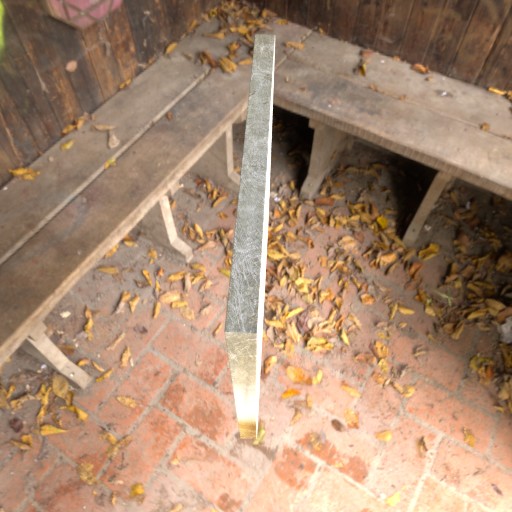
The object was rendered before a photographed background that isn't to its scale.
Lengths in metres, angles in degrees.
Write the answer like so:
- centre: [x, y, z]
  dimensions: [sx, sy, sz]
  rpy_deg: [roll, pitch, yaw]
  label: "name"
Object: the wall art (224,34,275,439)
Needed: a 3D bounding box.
- centre: [0.000, 0.000, 0.933]
  dimensions: [0.038, 0.610, 0.610]
  rpy_deg: [3, 57, 2]
  label: "wall art"
